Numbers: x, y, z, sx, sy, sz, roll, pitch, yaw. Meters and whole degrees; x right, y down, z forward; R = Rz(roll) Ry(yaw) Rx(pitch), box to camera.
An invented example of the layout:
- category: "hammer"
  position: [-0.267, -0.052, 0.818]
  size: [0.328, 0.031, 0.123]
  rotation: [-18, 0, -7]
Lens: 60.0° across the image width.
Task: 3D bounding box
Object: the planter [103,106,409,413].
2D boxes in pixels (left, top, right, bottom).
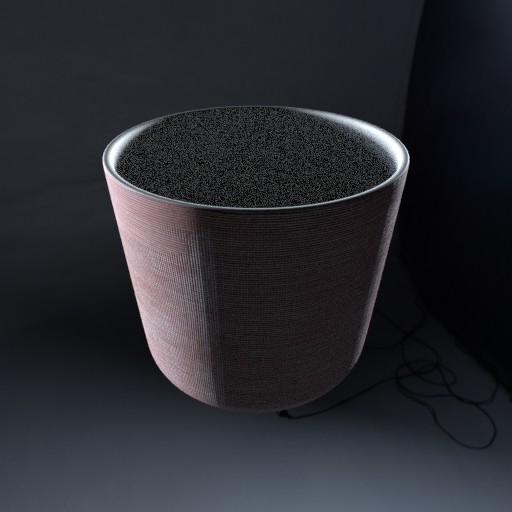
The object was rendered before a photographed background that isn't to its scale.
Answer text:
- category: "planter"
  position: [0.000, 0.000, 0.768]
  size: [0.440, 0.398, 0.440]
  rotation: [0, 33, 0]
